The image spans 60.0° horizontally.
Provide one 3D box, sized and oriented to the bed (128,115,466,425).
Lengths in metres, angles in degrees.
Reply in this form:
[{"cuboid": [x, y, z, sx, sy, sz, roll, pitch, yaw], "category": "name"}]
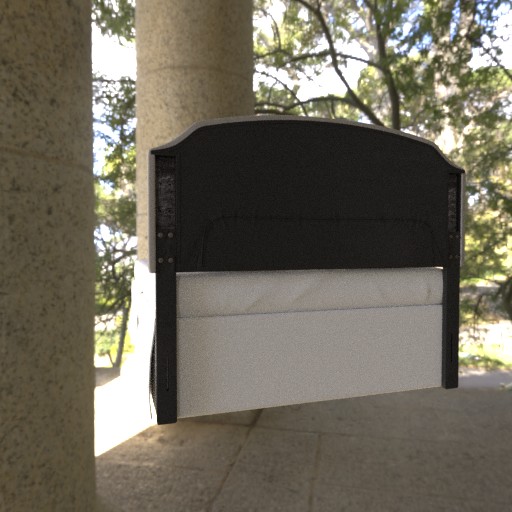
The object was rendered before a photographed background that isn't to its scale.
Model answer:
[{"cuboid": [0.000, 0.000, 2.897, 1.558, 1.270, 1.999, -1, 2, -18], "category": "bed"}]
